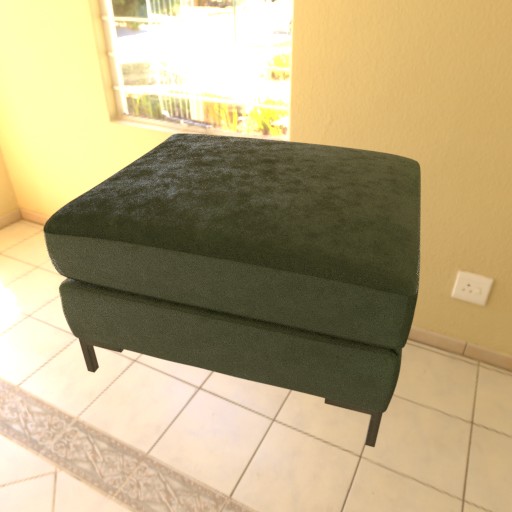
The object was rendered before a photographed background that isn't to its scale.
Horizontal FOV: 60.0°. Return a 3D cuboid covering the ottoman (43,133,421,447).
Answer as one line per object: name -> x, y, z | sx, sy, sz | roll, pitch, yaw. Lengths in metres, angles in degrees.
ottoman -> 0.000, 0.000, 1.280 | 0.839, 0.538, 0.701 | 10, 34, 15
